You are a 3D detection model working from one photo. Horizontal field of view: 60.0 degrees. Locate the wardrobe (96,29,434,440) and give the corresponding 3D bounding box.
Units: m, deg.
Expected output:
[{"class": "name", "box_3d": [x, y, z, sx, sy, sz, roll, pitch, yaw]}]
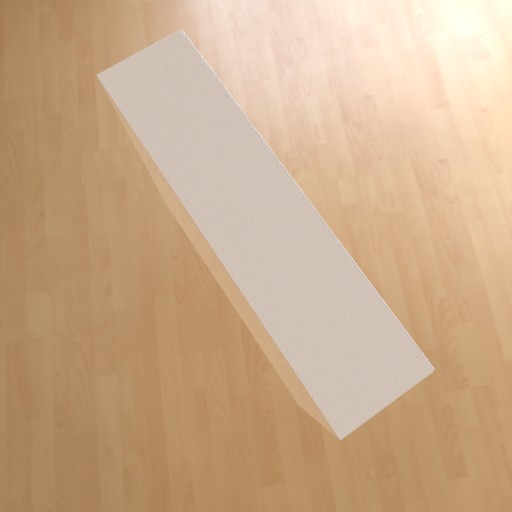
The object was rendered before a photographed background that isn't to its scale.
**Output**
[{"class": "wardrobe", "box_3d": [0.000, 0.000, 1.916, 0.360, 1.200, 1.340, -33, 78, -8]}]
